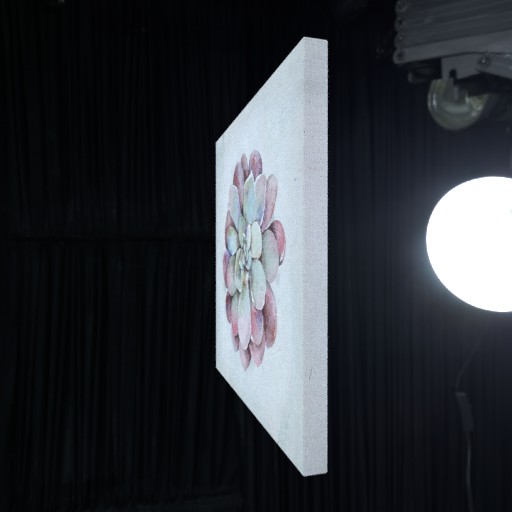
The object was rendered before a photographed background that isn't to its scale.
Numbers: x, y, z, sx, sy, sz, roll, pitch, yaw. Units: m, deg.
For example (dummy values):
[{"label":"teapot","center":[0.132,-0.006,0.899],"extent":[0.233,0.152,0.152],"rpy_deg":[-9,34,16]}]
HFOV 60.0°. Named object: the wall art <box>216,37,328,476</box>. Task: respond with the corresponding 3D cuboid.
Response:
[{"label":"wall art","center":[0.000,0.000,0.905],"extent":[0.044,0.605,0.605],"rpy_deg":[0,0,-17]}]
